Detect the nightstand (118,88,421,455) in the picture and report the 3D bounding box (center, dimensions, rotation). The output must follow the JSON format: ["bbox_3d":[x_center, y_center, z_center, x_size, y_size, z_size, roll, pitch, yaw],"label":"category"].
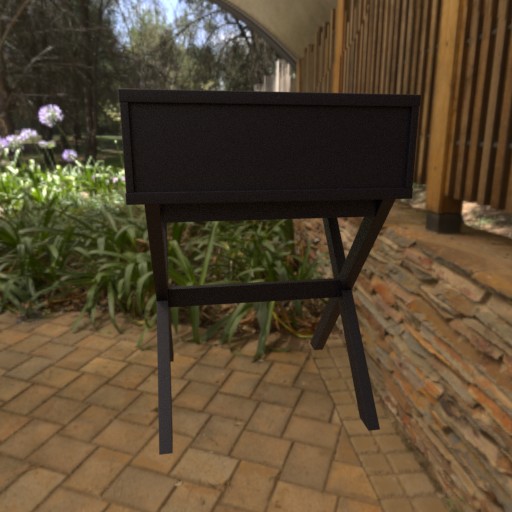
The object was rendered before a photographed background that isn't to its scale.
[{"bbox_3d":[0.000,0.000,0.953,0.479,0.623,0.402,-2,14,-10],"label":"nightstand"}]
